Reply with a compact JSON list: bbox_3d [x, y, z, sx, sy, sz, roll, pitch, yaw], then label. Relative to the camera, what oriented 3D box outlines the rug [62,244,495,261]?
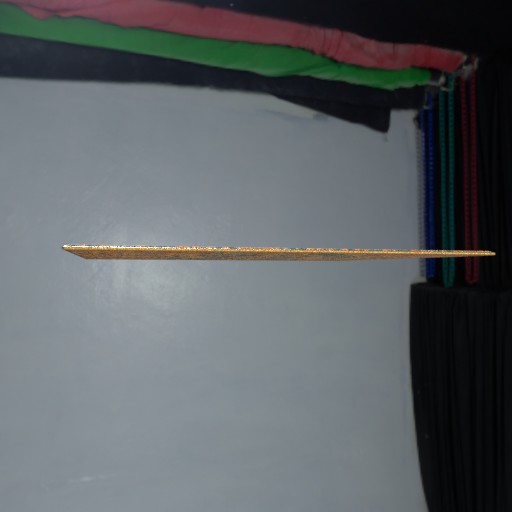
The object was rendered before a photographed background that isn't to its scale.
[{"bbox_3d":[0.000,0.000,4.051,3.040,0.031,2.435,1,-2,-18],"label":"rug"}]
